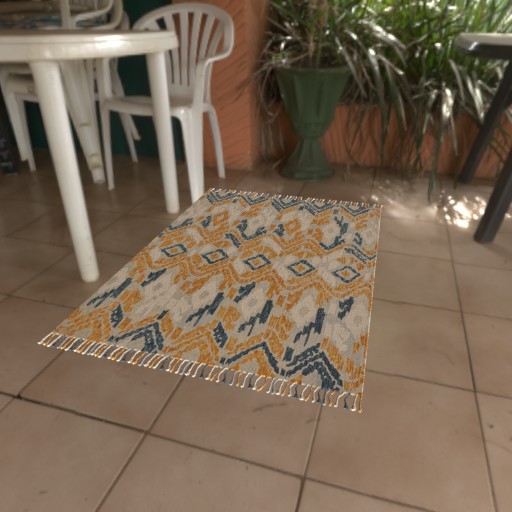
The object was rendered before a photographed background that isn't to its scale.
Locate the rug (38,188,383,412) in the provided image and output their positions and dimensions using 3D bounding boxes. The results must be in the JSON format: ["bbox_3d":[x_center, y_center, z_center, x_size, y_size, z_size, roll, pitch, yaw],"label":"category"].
[{"bbox_3d":[0.000,0.000,2.323,1.230,0.008,1.827,8,29,14],"label":"rug"}]
